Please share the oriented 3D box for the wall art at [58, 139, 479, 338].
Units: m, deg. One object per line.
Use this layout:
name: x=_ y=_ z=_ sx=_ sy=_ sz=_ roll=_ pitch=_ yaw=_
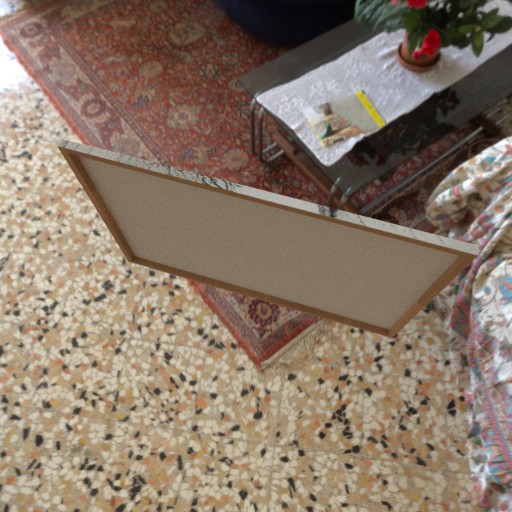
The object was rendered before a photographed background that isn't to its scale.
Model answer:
wall art: x=0.000 y=0.000 z=1.200 sx=0.914 sy=0.607 sz=0.023 roll=15 pitch=65 yaw=7
